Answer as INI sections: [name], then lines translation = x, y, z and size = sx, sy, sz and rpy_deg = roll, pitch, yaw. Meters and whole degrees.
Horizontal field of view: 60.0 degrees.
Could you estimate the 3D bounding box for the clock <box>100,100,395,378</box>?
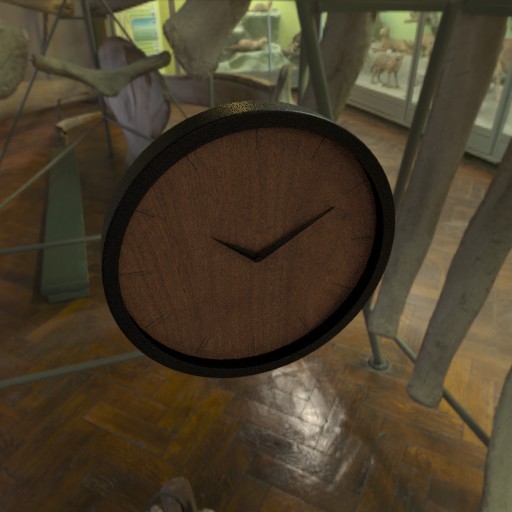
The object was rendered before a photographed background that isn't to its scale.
[clock]
translation = 0.000, 0.000, 0.474
size = 0.314, 0.314, 0.040
rpy_deg = -9, 33, -15
